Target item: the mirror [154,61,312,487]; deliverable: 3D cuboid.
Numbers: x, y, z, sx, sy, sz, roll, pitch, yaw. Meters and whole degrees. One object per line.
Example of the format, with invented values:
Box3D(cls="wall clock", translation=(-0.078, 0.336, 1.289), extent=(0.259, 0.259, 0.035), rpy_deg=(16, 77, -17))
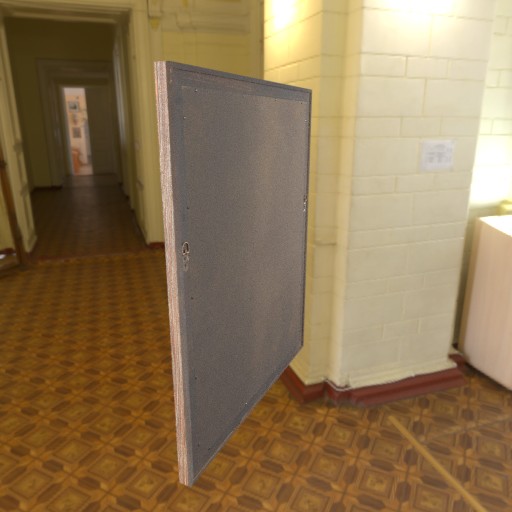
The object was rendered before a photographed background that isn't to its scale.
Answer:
Box3D(cls="mirror", translation=(0.000, 0.000, 1.189), extent=(0.032, 0.882, 0.730), rpy_deg=(8, 18, 25))
